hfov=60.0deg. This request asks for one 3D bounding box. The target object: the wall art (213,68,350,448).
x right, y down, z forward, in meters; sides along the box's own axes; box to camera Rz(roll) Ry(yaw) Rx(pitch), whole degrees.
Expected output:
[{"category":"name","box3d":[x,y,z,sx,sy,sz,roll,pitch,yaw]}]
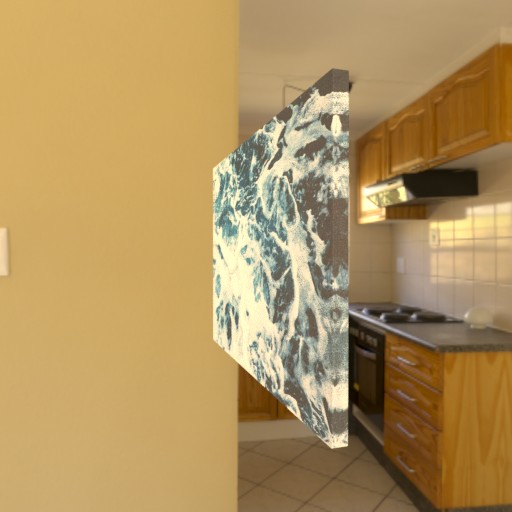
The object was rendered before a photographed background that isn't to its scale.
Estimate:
[{"category":"wall art","box3d":[0.000,0.000,1.913,0.055,1.017,1.524,0,1,-18]}]
